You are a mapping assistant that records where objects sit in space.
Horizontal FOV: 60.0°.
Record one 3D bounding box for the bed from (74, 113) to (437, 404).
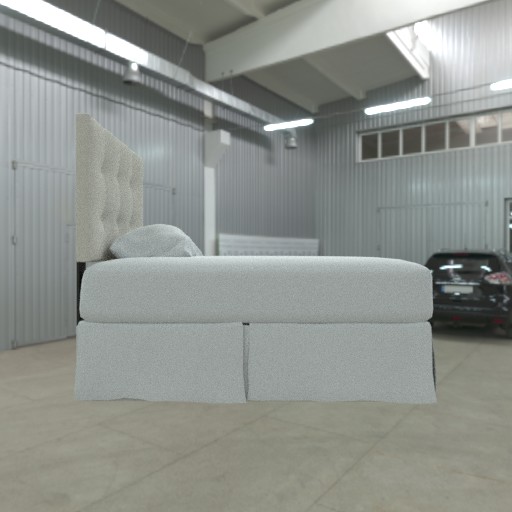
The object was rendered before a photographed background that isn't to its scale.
[{"bbox_3d":[0.000,0.000,2.967,1.997,1.571,1.261,0,0,0],"label":"bed"}]
